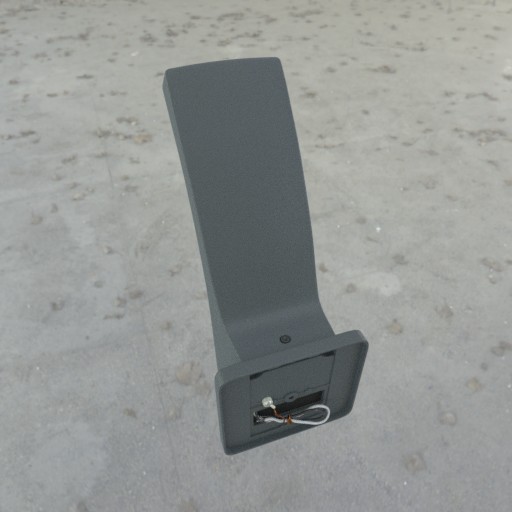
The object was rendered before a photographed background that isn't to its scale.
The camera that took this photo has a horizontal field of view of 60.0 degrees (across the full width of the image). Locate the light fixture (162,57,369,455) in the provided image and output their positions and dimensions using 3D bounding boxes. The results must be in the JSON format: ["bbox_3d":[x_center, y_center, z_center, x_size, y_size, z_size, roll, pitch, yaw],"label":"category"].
[{"bbox_3d":[0.000,0.000,0.332,0.108,0.243,0.174,-13,42,-15],"label":"light fixture"}]
